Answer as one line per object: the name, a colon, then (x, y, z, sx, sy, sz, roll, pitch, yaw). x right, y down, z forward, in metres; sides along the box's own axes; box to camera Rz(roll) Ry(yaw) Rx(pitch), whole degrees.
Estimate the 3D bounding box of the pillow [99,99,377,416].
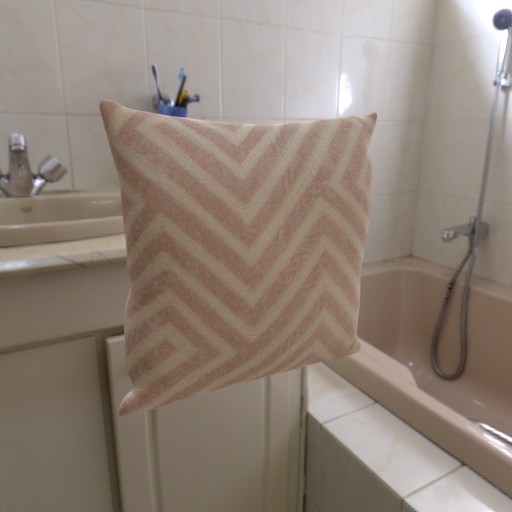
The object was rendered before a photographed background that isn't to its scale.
pillow: (0.000, 0.000, 0.678, 0.440, 0.441, 0.182, -7, 17, -25)
